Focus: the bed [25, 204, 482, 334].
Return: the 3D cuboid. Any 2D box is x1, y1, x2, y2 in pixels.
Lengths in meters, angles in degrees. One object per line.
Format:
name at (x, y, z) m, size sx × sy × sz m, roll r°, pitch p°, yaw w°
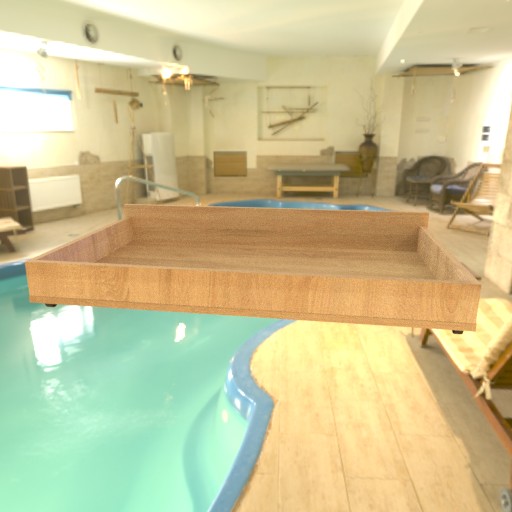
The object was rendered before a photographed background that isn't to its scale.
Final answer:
bed at (0.000, 0.000, 1.468) m, size 1.200 × 0.209 × 0.685 m, roll 3°, pitch 16°, yaw 9°
